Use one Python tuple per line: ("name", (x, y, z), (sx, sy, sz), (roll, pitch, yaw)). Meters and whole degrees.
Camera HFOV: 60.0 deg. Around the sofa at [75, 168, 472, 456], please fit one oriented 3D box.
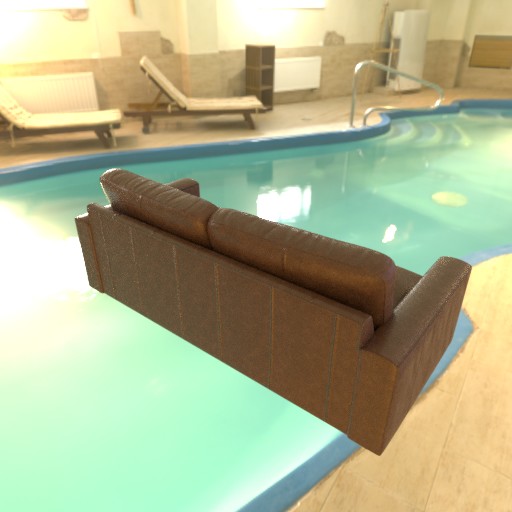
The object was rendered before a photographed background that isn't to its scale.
("sofa", (0.000, 0.000, 2.653), (2.179, 0.873, 1.016), (21, 36, 33))
